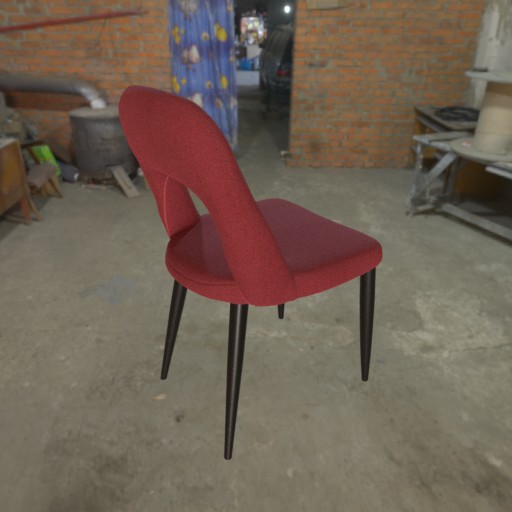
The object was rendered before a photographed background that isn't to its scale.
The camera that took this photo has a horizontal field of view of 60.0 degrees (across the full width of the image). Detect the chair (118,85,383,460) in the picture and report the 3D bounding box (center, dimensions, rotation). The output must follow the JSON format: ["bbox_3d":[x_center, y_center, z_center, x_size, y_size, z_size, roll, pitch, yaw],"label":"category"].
[{"bbox_3d":[0.000,0.000,1.199,0.569,0.892,0.483,-19,33,-32],"label":"chair"}]
